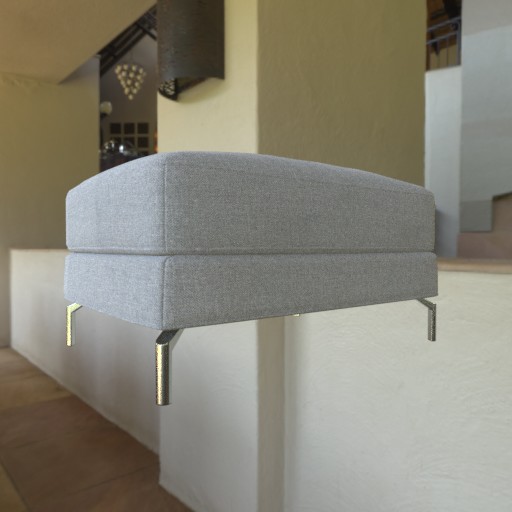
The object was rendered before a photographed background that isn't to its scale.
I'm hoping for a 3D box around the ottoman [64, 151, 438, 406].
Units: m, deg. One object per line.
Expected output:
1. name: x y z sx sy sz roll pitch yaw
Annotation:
1. ottoman: 0.000 0.000 1.163 0.838 0.457 0.584 -1 2 -38
